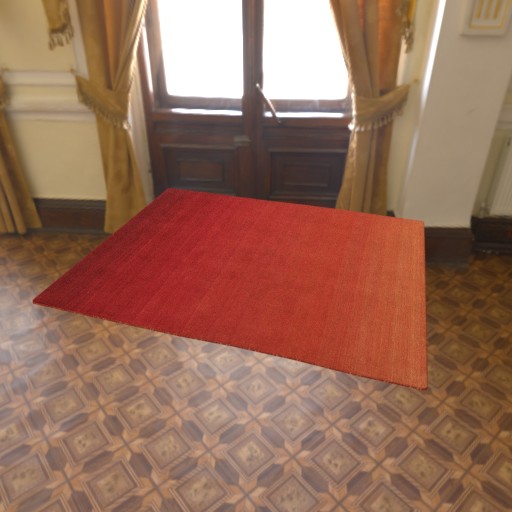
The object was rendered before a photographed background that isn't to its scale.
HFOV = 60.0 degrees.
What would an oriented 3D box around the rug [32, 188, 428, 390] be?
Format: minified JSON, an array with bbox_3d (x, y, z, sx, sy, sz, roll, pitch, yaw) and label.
[{"bbox_3d":[0.000,0.000,3.990,2.905,0.028,2.340,9,33,15],"label":"rug"}]
